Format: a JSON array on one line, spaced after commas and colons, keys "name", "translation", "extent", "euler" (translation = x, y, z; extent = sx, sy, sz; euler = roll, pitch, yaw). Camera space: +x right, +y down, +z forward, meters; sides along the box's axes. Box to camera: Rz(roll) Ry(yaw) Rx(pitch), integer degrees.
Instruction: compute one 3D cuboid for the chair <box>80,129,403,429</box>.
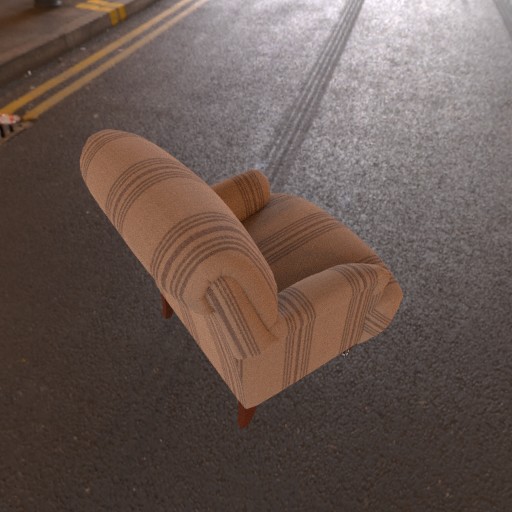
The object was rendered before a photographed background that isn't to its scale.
[{"name": "chair", "translation": [0.000, 0.000, 1.610], "extent": [0.914, 0.940, 0.813], "euler": [-25, 48, -25]}]
